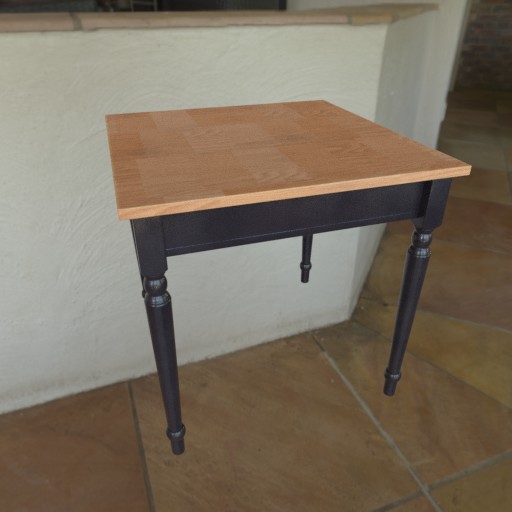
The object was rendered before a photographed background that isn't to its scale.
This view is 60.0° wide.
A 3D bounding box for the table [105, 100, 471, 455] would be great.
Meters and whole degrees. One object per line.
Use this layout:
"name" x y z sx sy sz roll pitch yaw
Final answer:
"table" 0.000 0.000 1.359 0.747 0.738 0.747 -9 32 -15
